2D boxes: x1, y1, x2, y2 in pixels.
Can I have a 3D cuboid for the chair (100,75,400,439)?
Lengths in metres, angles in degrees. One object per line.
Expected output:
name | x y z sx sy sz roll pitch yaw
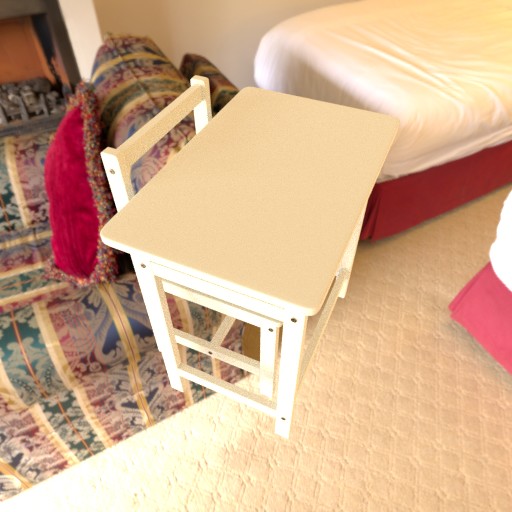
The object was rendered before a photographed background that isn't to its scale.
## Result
chair | 0.000 0.000 1.082 0.461 0.673 0.599 18 49 16
